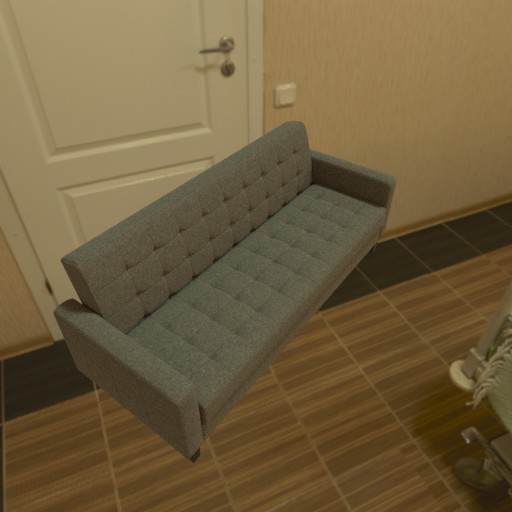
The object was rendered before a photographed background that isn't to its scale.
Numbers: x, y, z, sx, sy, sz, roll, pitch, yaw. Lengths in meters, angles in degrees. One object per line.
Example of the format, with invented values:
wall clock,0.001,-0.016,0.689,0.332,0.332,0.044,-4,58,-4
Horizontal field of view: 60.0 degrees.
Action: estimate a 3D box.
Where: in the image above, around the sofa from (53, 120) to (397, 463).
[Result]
sofa,0.000,0.000,2.532,0.810,0.850,2.040,26,47,27
